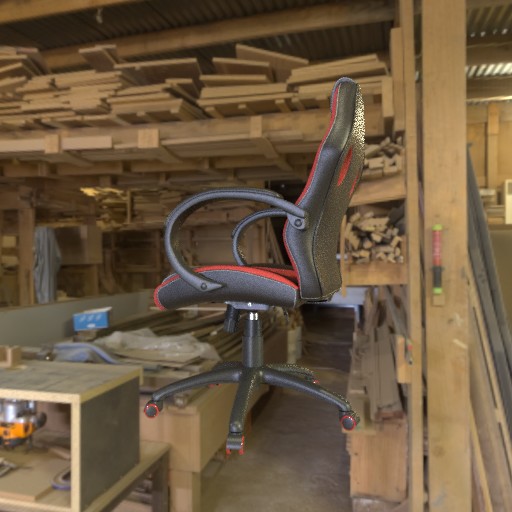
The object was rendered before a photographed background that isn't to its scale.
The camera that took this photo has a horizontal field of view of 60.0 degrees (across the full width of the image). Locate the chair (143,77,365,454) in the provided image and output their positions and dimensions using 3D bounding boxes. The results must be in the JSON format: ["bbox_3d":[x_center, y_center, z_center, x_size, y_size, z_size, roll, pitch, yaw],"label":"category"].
[{"bbox_3d":[0.000,0.000,1.675,0.783,1.189,0.750,0,0,18],"label":"chair"}]
